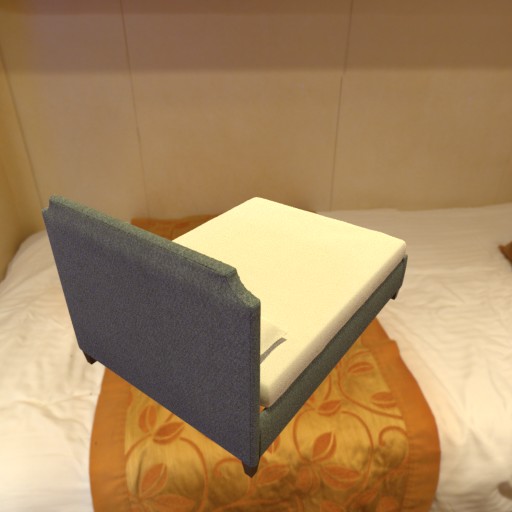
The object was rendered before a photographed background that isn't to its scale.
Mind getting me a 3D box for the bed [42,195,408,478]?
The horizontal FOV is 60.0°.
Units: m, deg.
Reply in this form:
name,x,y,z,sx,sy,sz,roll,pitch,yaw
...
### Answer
name,x,y,z,sx,sy,sz,roll,pitch,yaw
bed,0.000,0.000,3.481,1.712,1.443,2.372,21,37,31
